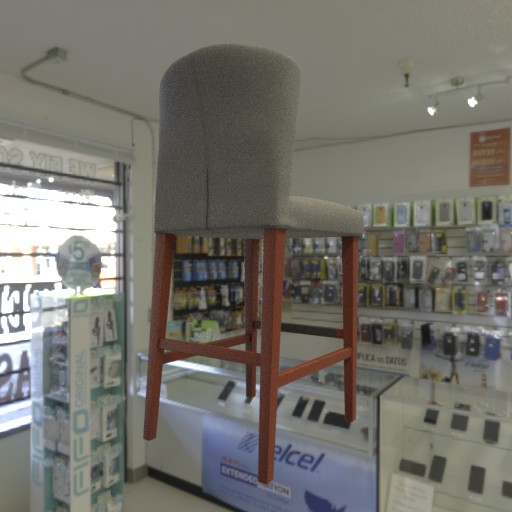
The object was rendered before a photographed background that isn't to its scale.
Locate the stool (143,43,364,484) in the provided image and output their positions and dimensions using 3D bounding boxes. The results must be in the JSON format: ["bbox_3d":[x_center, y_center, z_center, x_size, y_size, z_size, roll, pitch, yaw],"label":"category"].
[{"bbox_3d":[0.000,0.000,1.370,0.481,1.069,0.568,0,0,36],"label":"stool"}]
